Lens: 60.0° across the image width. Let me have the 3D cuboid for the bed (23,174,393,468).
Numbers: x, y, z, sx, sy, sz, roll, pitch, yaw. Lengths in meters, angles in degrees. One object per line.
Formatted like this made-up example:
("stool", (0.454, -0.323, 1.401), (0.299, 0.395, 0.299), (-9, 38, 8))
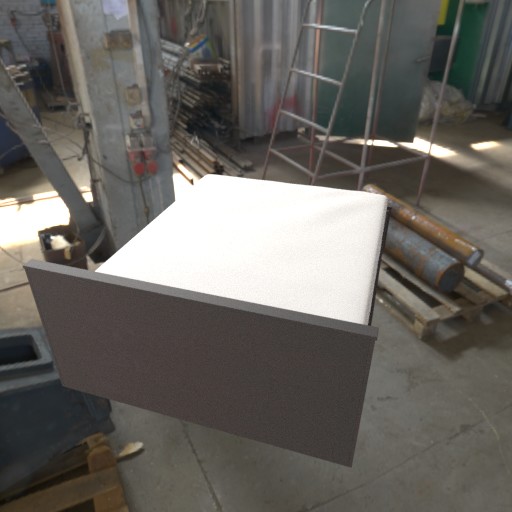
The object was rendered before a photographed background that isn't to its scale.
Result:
("bed", (0.000, 0.000, 2.939), (1.634, 0.808, 2.103), (10, 33, 15))
